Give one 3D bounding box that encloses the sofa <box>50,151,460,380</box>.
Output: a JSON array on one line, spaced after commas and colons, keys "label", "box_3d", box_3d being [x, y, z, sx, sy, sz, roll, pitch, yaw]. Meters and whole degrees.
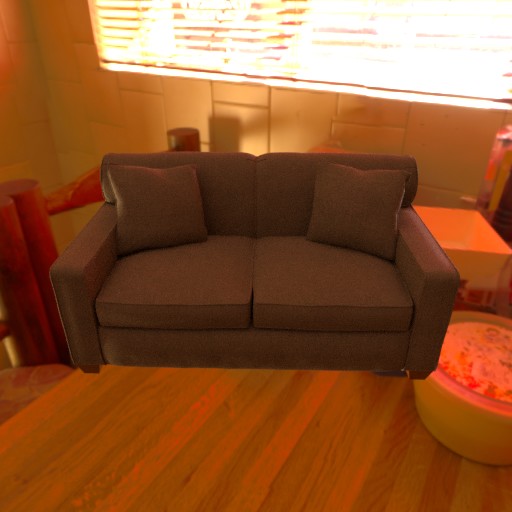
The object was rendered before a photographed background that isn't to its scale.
[{"label": "sofa", "box_3d": [0.000, 0.000, 2.434, 1.846, 0.958, 1.000, 1, 29, 1]}]
